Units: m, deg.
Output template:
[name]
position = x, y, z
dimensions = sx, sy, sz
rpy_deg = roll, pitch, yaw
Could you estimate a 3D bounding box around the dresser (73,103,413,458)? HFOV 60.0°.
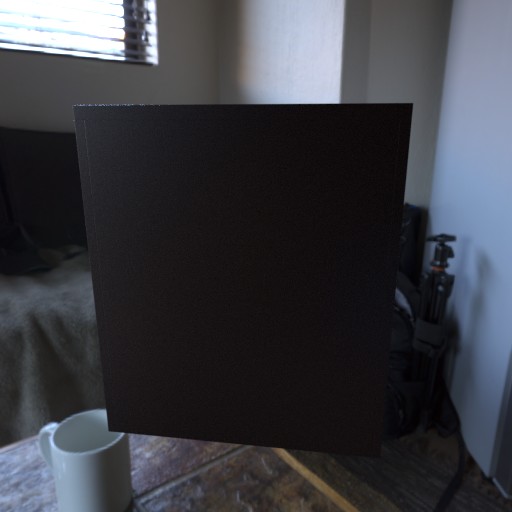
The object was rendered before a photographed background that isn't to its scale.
[dresser]
position = 0.000, 0.000, 0.750
dimensions = 0.400, 0.470, 0.360
rpy_deg = 2, 16, 8
